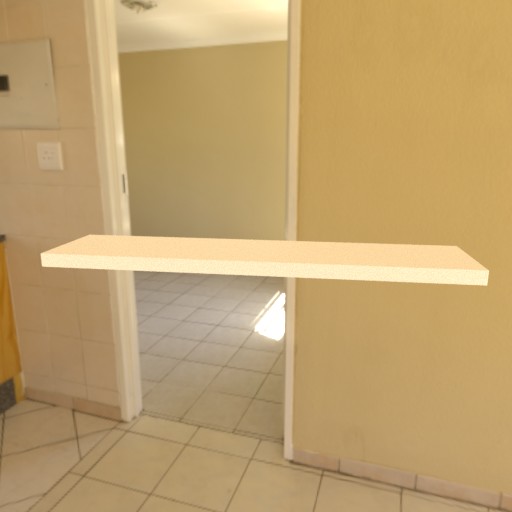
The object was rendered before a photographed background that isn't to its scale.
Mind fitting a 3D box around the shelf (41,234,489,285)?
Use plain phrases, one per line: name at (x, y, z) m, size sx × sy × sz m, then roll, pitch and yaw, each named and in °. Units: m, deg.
shelf at (0.000, 0.000, 0.667) m, size 0.610 × 0.020 × 0.140 m, roll 2°, pitch 14°, yaw 8°
